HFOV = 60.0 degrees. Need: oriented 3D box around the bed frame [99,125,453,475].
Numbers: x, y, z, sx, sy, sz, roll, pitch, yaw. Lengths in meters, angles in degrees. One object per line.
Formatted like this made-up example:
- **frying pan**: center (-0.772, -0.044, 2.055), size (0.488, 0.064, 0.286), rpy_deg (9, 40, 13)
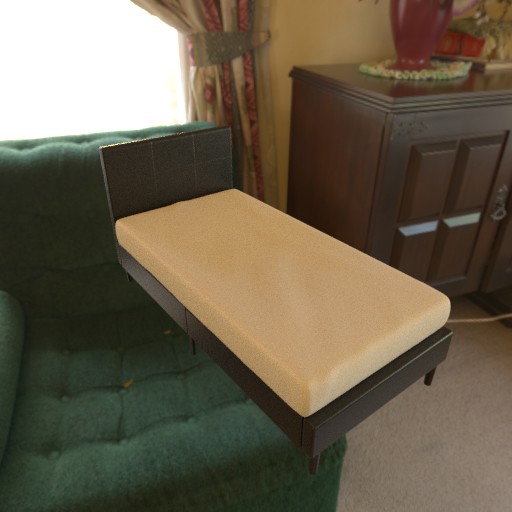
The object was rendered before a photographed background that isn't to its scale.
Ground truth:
- **bed frame**: center (0.000, 0.000, 2.565), size (1.038, 1.046, 2.152), rpy_deg (-21, 36, -32)
